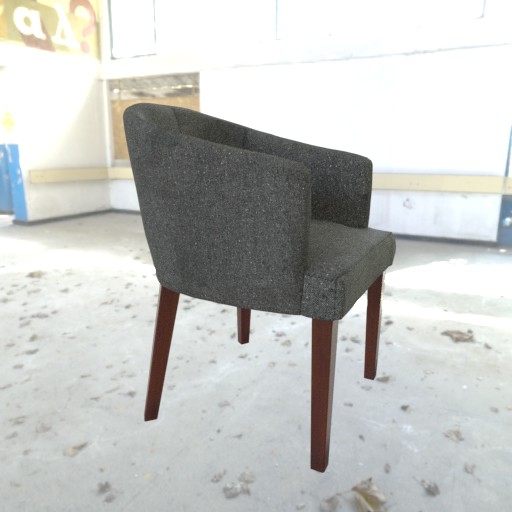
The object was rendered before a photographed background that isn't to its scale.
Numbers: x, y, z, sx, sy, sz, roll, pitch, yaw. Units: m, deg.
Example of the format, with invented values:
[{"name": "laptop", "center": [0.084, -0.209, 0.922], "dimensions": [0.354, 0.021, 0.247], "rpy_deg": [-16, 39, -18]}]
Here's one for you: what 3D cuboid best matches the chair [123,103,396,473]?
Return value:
[{"name": "chair", "center": [0.000, 0.000, 1.217], "dimensions": [0.655, 0.811, 0.583], "rpy_deg": [7, 16, 27]}]
